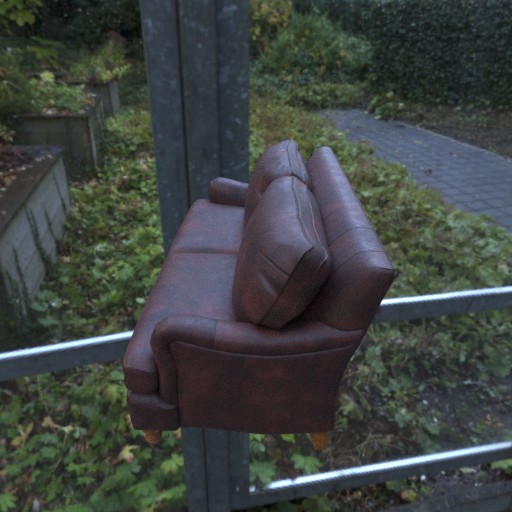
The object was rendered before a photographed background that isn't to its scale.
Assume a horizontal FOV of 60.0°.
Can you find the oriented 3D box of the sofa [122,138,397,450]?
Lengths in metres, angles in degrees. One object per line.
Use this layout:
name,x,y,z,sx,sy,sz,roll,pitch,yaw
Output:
sofa,0.000,0.000,2.800,1.147,1.071,2.144,1,27,1
